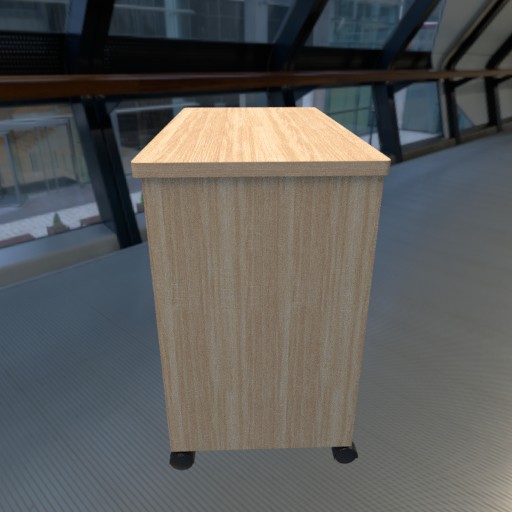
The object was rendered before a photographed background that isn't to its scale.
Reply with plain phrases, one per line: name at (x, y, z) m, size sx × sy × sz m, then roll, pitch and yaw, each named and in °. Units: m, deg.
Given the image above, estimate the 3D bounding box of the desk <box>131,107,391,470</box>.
desk at (0.000, 0.000, 1.349) m, size 0.480 × 0.770 × 0.884 m, roll -1°, pitch 24°, yaw -2°
